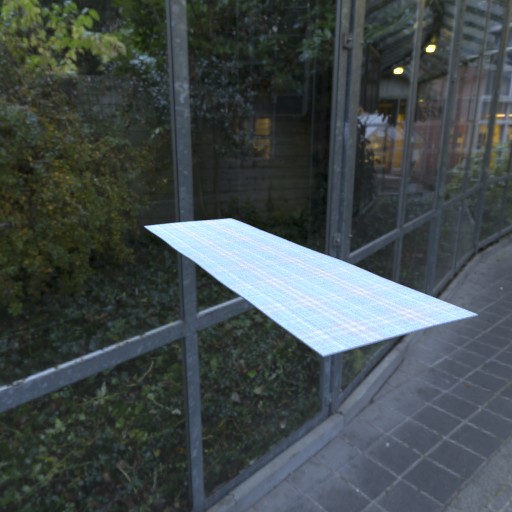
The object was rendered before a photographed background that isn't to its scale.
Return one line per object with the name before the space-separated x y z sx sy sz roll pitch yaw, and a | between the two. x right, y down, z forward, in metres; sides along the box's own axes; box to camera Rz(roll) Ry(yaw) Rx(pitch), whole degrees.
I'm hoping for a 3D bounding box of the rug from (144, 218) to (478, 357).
rug | 0.000 0.000 2.667 0.762 0.013 2.439 -8 17 -26
